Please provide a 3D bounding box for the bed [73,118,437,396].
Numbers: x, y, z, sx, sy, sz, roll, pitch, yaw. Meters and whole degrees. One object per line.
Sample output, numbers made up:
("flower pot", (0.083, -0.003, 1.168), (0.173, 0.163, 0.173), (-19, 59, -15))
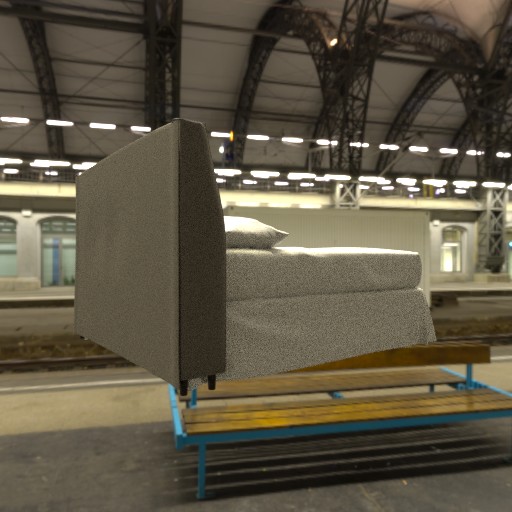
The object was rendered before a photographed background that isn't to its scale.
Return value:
("bed", (0.000, 0.000, 3.476), (2.276, 1.332, 1.925), (0, 0, -36))
